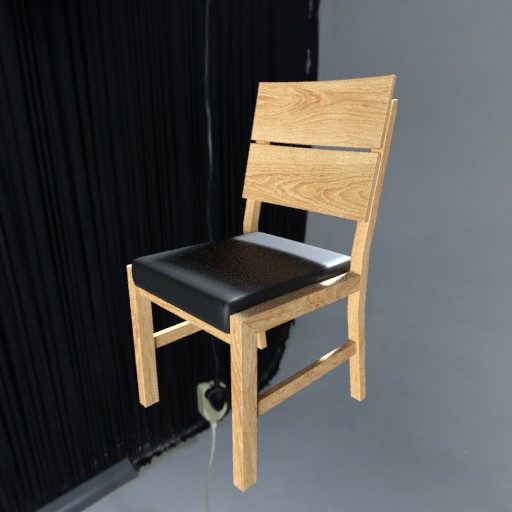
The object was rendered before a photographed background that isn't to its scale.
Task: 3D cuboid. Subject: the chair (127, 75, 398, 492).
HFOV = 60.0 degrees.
[{"bbox_3d":[0.000,0.000,1.252,0.569,0.950,0.475,-17,25,-41],"label":"chair"}]
